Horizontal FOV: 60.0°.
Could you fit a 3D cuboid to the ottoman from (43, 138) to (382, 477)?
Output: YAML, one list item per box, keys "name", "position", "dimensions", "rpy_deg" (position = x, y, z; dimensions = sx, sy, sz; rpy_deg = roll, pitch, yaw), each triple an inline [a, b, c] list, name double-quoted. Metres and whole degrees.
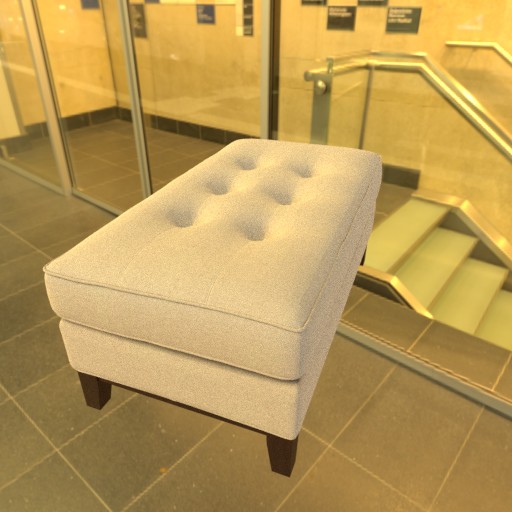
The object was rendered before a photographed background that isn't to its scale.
- name: "ottoman"
  position: [0.000, 0.000, 1.467]
  dimensions: [0.648, 0.508, 1.143]
  rpy_deg: [11, 32, 18]
